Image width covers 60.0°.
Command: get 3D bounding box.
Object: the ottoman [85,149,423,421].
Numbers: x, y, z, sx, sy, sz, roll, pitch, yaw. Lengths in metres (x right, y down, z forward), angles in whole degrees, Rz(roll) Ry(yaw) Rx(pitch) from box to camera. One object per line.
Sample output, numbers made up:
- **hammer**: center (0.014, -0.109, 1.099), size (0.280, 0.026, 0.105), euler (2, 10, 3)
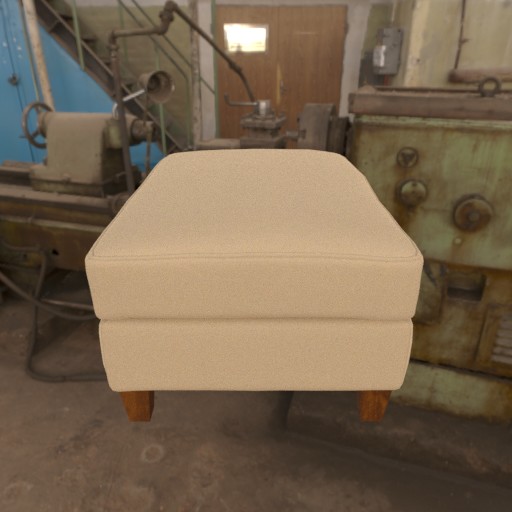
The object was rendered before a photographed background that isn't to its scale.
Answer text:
- **ottoman**: center (0.000, 0.000, 1.218), size (0.634, 0.485, 0.818), euler (0, 26, 0)
